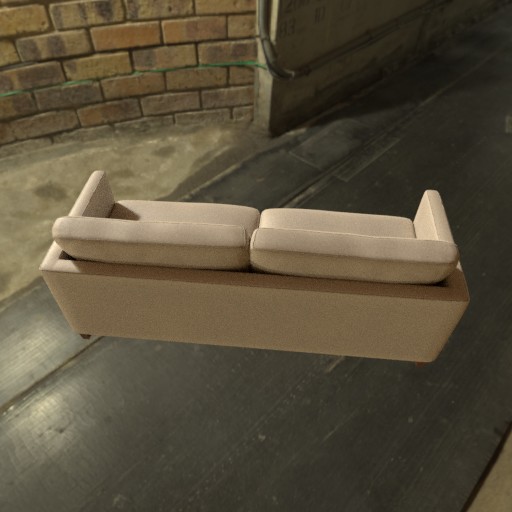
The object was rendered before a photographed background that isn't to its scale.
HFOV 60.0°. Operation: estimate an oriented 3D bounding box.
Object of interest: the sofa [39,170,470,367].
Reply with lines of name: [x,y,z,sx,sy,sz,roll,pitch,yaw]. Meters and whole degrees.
sofa: [0.000,0.000,2.886,2.361,0.968,0.951,4,48,4]
